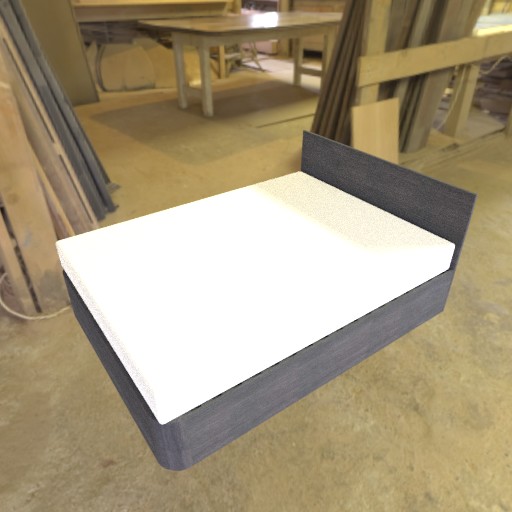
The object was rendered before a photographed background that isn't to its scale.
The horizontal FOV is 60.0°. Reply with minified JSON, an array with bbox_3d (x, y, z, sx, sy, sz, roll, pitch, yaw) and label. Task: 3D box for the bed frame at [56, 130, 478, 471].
[{"bbox_3d":[0.000,0.000,2.584,1.900,0.800,1.400,-21,38,-29],"label":"bed frame"}]
